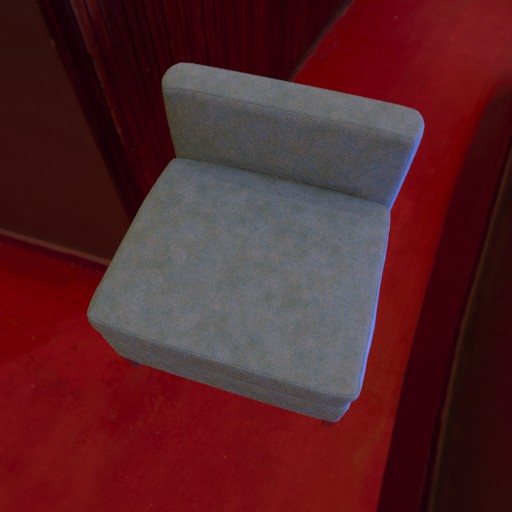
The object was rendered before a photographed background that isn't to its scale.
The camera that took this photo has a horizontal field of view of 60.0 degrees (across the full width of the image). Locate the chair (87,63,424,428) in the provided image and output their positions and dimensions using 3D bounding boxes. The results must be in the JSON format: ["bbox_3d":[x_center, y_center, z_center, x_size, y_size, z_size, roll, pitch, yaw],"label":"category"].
[{"bbox_3d":[0.000,0.000,1.230,0.684,0.660,0.685,15,61,9],"label":"chair"}]
